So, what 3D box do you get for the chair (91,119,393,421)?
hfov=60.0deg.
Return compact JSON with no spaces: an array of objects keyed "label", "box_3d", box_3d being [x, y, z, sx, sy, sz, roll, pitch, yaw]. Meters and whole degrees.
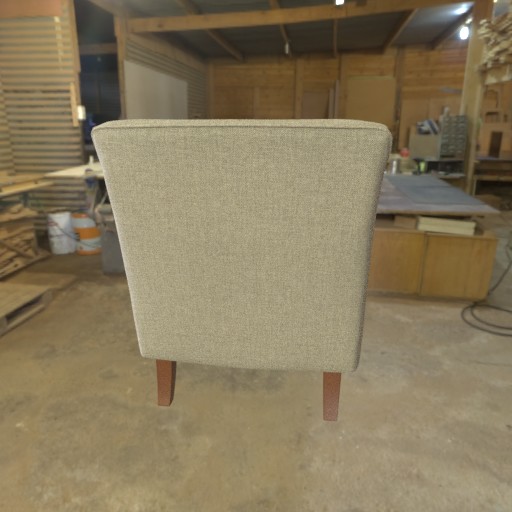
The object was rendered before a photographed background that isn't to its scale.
[{"label":"chair","box_3d":[0.000,0.000,1.784,0.887,1.047,0.993,2,17,8]}]
